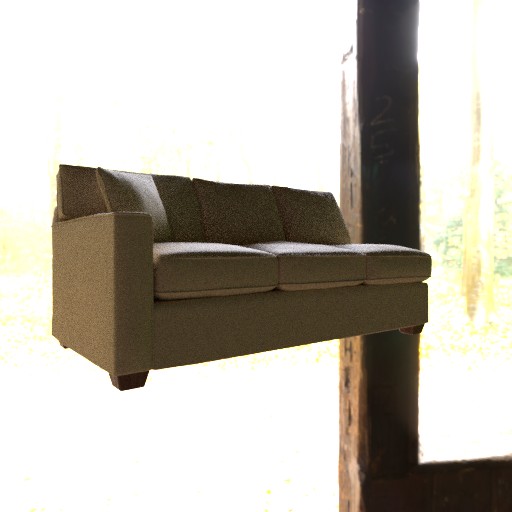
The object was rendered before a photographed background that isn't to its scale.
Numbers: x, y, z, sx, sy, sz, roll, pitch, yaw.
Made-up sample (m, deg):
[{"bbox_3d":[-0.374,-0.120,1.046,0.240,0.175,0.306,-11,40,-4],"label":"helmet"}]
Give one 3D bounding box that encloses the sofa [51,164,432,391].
[{"bbox_3d":[0.000,0.000,2.509,1.962,0.946,1.034,-1,1,-37],"label":"sofa"}]
